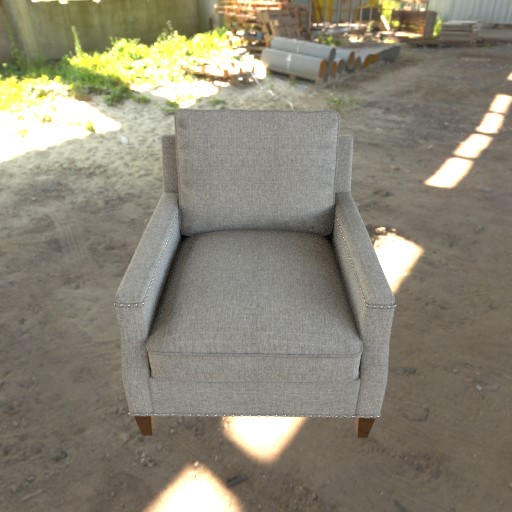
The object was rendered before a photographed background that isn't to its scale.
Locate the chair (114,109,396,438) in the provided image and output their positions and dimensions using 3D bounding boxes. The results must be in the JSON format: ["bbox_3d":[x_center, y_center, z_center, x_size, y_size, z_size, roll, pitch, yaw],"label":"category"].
[{"bbox_3d":[0.000,0.000,1.717,0.853,0.943,1.014,0,31,1],"label":"chair"}]
